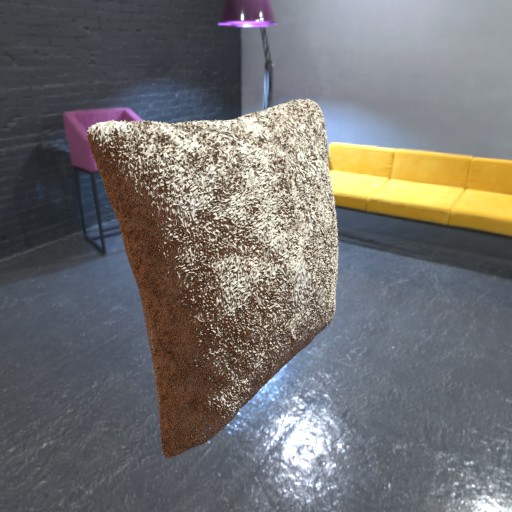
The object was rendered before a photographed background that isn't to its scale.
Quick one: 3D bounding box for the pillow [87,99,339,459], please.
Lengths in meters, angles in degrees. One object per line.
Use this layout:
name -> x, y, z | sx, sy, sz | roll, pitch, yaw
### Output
pillow -> 0.000, 0.000, 0.796 | 0.218, 0.515, 0.529 | 17, 30, 32
